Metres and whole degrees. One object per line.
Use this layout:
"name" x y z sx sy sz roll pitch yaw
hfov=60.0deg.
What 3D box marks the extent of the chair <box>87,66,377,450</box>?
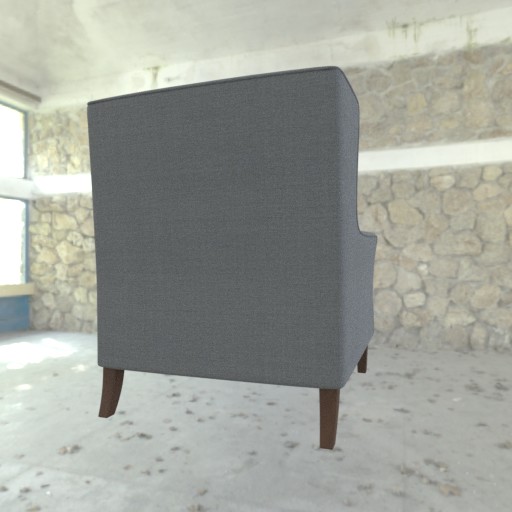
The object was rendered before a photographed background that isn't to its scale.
"chair" 0.000 0.000 1.756 0.866 1.056 1.040 0 -1 19
